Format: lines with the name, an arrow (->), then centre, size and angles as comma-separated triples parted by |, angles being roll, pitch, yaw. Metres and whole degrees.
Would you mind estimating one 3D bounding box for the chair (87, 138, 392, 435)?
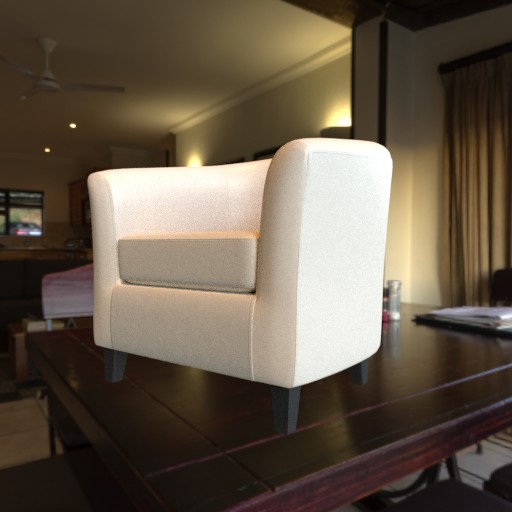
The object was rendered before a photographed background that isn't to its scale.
chair -> 0.000, 0.000, 1.415 | 0.792, 0.756, 0.727 | 1, 2, 36
